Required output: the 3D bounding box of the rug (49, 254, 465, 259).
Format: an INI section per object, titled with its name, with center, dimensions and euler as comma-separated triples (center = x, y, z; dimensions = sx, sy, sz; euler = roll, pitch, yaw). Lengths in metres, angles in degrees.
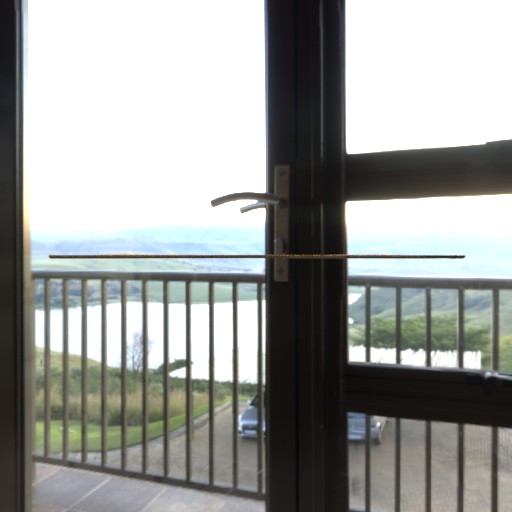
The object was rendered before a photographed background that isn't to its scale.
[rug]
center = 0.000, 0.000, 2.842
dimensions = 1.624, 0.030, 2.264
euler = 0, 0, 0
